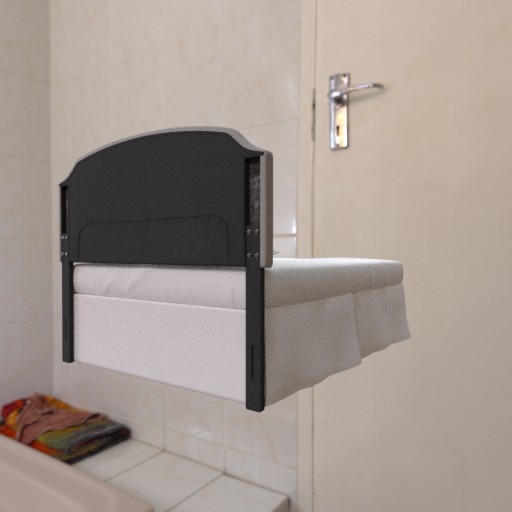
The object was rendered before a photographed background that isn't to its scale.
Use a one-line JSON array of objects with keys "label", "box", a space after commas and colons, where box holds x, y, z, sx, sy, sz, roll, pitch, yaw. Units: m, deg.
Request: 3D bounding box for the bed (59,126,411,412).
[{"label": "bed", "box": [0.000, 0.000, 3.056, 1.558, 1.270, 1.999, 0, 1, 36]}]
